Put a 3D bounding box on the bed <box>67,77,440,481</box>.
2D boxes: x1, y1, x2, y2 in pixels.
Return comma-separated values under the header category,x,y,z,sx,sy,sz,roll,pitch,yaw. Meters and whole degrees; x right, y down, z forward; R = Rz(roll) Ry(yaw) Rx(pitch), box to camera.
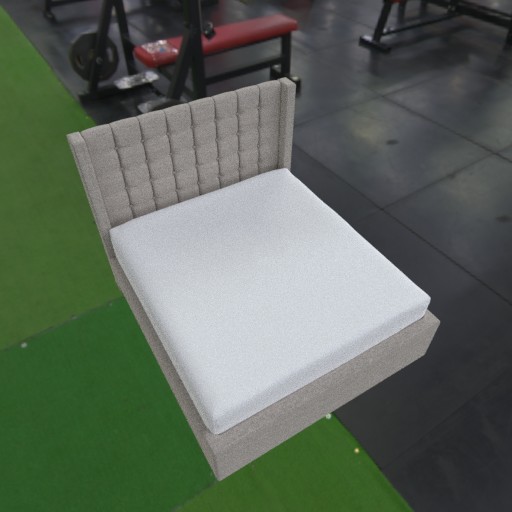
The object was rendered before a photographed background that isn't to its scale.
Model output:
category,x,y,z,sx,sy,sz,roll,pitch,yaw
bed,0.000,0.000,3.717,2.044,1.748,2.372,-23,50,-21
